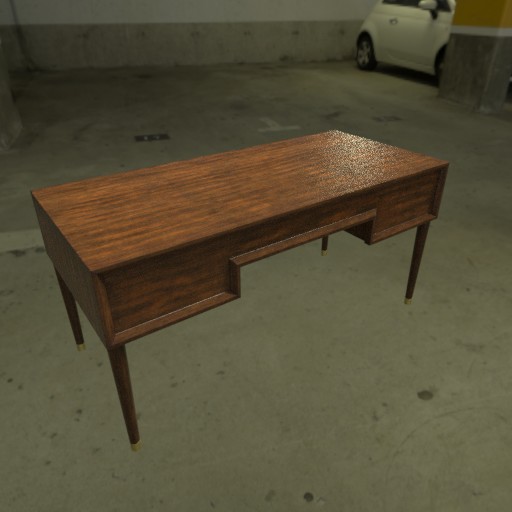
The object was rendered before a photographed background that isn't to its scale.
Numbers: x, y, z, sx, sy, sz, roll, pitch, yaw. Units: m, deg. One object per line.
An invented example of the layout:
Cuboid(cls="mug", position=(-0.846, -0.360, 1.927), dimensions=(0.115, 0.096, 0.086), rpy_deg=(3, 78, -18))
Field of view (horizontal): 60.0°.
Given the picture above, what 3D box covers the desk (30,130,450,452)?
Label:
Cuboid(cls="desk", position=(0.000, 0.000, 1.993), dimensions=(1.575, 0.762, 0.724), rpy_deg=(-19, 35, -30))
